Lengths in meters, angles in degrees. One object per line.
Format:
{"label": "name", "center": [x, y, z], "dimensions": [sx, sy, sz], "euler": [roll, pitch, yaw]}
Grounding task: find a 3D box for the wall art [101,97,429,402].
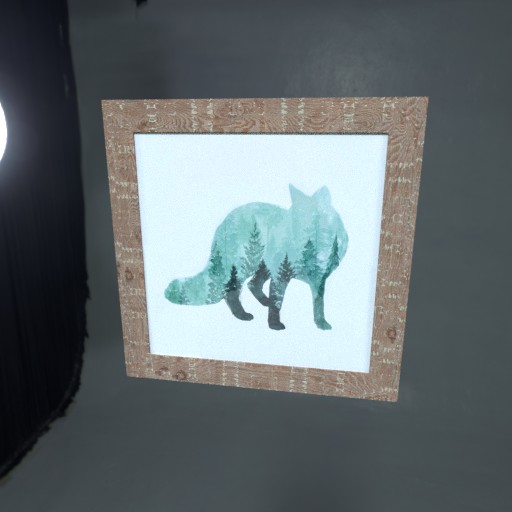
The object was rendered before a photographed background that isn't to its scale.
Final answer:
{"label": "wall art", "center": [0.000, 0.000, 0.574], "dimensions": [0.384, 0.384, 0.012], "euler": [3, 17, 9]}
